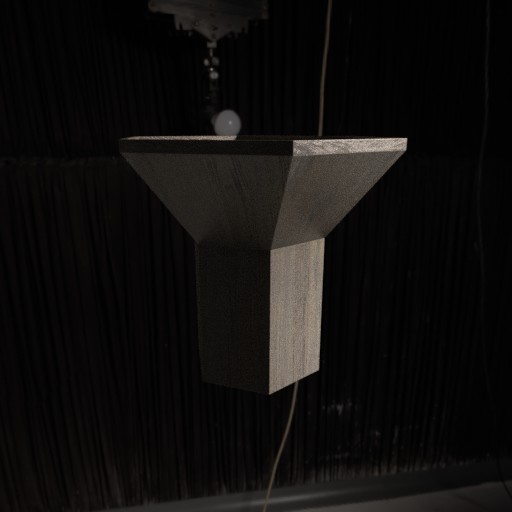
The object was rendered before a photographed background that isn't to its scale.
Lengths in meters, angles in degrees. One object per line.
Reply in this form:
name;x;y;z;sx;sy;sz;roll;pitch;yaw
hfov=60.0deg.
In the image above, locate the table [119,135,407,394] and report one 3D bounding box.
table;0.000;0.000;1.134;0.592;0.586;0.683;-3;16;-10
